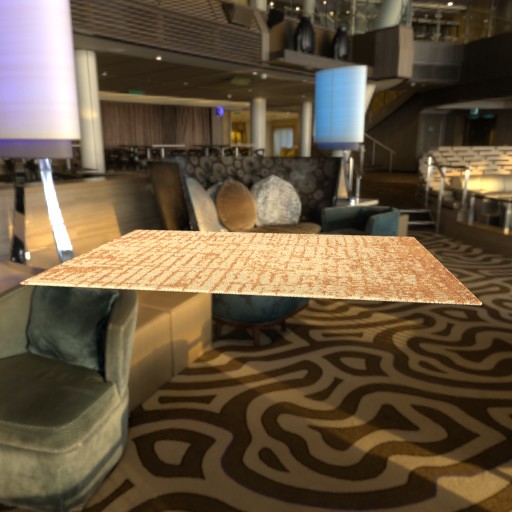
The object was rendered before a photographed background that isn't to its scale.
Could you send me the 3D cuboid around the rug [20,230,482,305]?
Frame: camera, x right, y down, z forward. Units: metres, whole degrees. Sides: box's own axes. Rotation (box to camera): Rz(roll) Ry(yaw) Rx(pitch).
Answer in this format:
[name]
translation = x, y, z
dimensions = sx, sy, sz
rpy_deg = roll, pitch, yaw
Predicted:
[rug]
translation = 0.000, 0.000, 2.317
dimensions = 1.829, 0.011, 1.219
rpy_deg = 2, 14, 8
